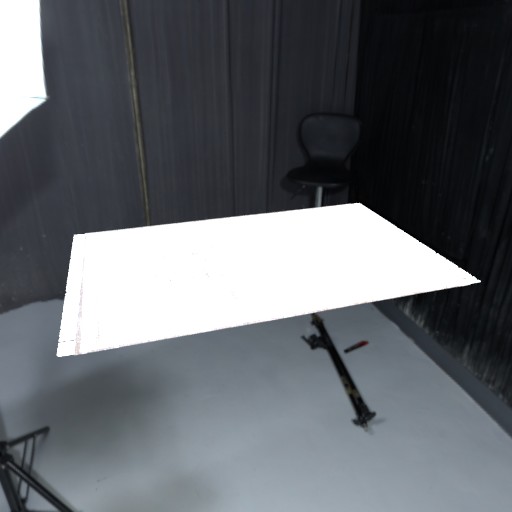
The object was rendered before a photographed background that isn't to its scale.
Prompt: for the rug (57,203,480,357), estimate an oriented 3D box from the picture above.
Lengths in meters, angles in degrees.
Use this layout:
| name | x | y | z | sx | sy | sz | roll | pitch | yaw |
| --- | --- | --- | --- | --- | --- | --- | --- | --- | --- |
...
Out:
| name | x | y | z | sx | sy | sz | roll | pitch | yaw |
| --- | --- | --- | --- | --- | --- | --- | --- | --- | --- |
| rug | 0.000 | 0.000 | 3.064 | 2.440 | 0.010 | 1.528 | -8 | 27 | -15 |
